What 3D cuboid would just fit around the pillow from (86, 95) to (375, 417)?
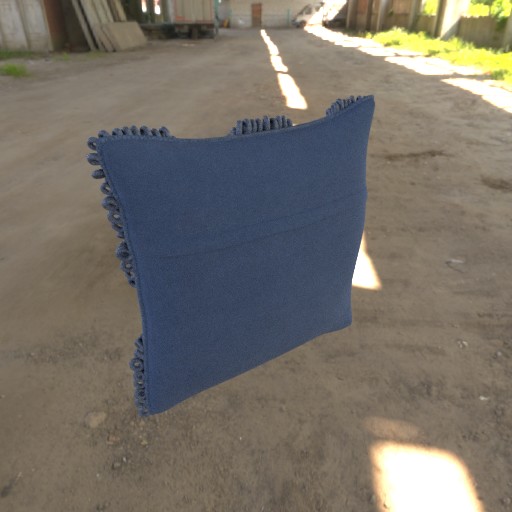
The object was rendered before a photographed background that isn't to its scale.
[{"bbox_3d":[0.000,0.000,0.726,0.469,0.466,0.172,-18,34,-29],"label":"pillow"}]
